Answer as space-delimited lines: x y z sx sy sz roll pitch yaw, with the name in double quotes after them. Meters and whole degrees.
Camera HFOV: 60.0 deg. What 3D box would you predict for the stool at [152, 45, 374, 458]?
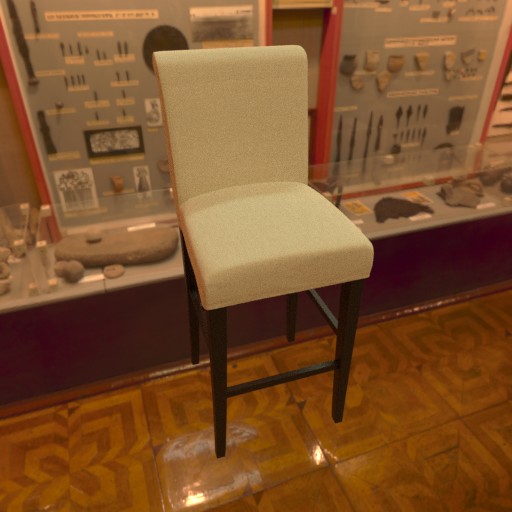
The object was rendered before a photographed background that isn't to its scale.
0.000 0.000 1.387 0.452 1.124 0.597 -10 34 -15 "stool"
